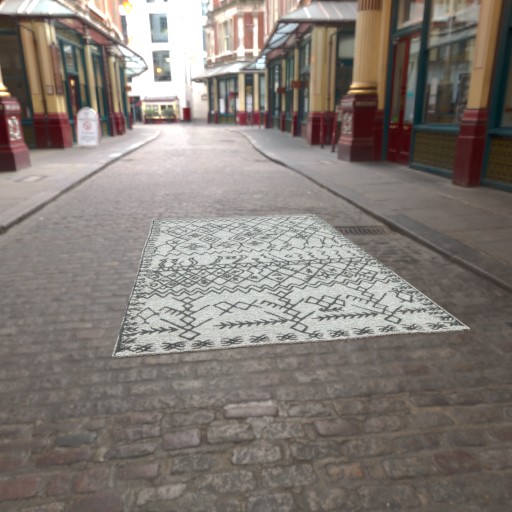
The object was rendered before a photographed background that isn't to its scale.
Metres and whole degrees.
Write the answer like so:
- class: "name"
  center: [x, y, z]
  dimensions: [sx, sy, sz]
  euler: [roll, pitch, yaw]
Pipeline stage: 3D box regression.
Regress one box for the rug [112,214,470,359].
- class: "rug"
  center: [0.000, 0.000, 4.677]
  dimensions: [2.393, 0.019, 3.824]
  euler: [-3, 18, -9]
